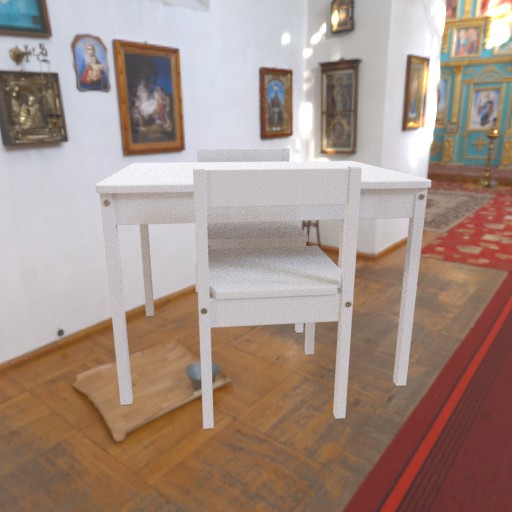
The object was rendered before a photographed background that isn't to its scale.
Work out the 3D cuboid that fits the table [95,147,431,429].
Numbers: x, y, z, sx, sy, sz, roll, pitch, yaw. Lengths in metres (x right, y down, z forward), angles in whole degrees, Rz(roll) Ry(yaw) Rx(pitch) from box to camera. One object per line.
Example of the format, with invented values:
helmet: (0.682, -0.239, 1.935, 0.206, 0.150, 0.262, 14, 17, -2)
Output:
table: (0.000, 0.000, 1.128, 0.650, 0.503, 0.672, -2, 17, -6)
